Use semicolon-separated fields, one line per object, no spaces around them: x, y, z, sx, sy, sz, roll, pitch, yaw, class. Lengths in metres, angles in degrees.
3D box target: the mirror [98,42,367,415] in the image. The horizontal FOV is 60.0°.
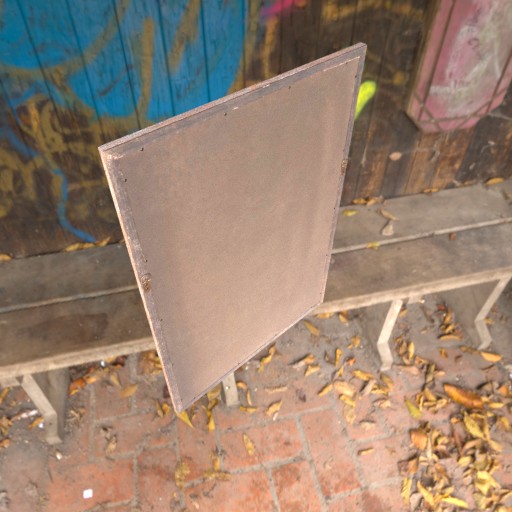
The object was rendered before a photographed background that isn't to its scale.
0.000;0.000;1.267;0.705;0.996;0.025;-33;54;-28;mirror
